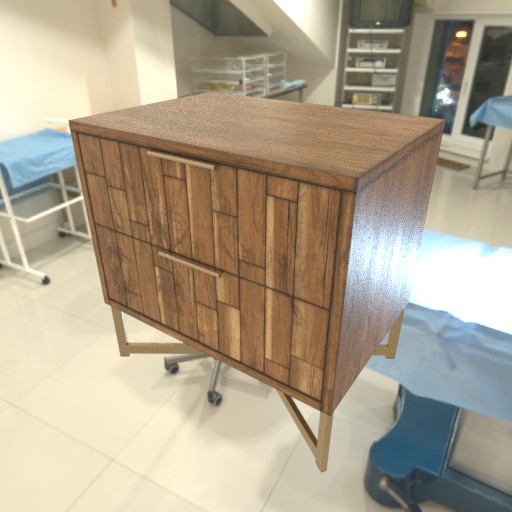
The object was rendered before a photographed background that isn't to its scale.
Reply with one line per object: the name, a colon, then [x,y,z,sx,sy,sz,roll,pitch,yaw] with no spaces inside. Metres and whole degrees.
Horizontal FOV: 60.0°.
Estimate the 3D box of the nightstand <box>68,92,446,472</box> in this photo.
nightstand: [0.000,0.000,1.019,0.610,0.610,0.446,18,34,30]
